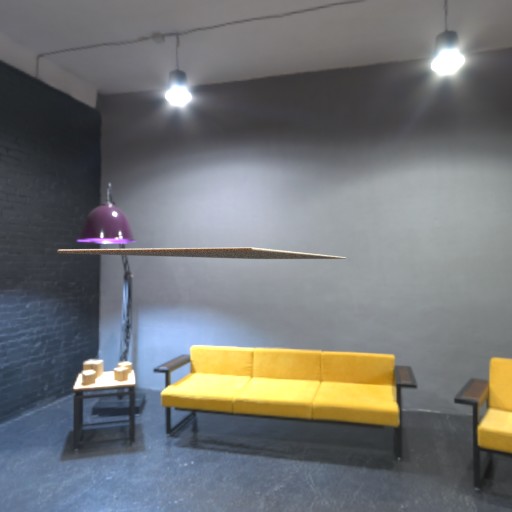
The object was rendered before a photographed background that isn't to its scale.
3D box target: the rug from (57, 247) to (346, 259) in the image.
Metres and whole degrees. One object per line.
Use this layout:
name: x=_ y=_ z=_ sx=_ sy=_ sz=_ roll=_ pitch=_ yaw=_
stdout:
rug: x=0.000 y=0.000 z=2.706 sx=0.793 sy=0.014 sz=2.450 roll=0 pitch=-1 yaw=18
